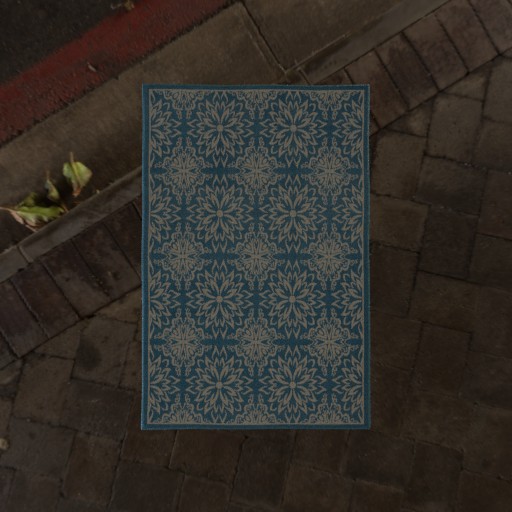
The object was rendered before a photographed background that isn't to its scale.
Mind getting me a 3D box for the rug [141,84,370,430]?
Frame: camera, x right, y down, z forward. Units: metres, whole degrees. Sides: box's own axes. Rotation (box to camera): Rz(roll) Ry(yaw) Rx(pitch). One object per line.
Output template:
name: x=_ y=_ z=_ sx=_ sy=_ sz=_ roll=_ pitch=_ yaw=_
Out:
rug: x=0.000 y=0.000 z=2.354 sx=1.211 sy=0.012 sz=1.833 roll=0 pitch=89 yaw=0
